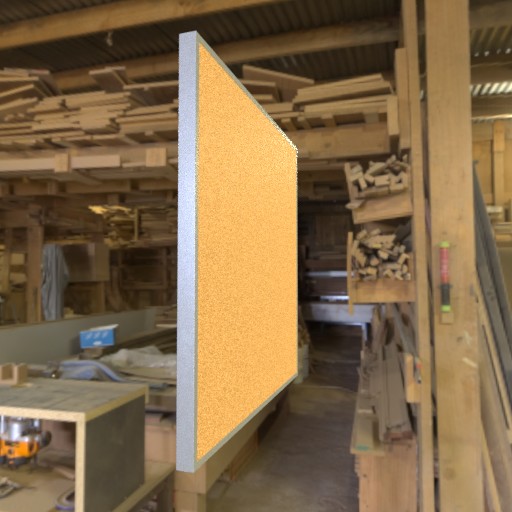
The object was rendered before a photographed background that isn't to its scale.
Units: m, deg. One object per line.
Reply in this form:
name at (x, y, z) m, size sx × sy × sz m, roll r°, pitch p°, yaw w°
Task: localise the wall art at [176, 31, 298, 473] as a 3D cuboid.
wall art at (0.000, 0.000, 1.197) m, size 0.038 × 0.807 × 0.809 m, roll -1°, pitch -2°, yaw 19°
